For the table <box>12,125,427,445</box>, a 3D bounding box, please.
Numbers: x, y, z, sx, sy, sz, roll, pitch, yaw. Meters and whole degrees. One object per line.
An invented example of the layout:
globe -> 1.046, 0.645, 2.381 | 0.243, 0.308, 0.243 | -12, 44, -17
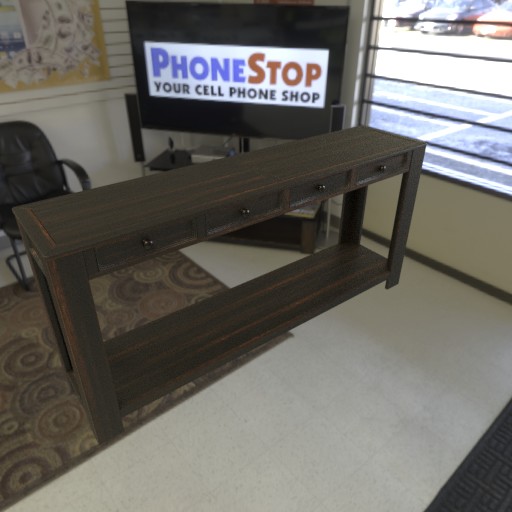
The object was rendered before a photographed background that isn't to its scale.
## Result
table -> 0.000, 0.000, 1.874 | 1.631, 0.762, 0.384 | -21, 37, -31
